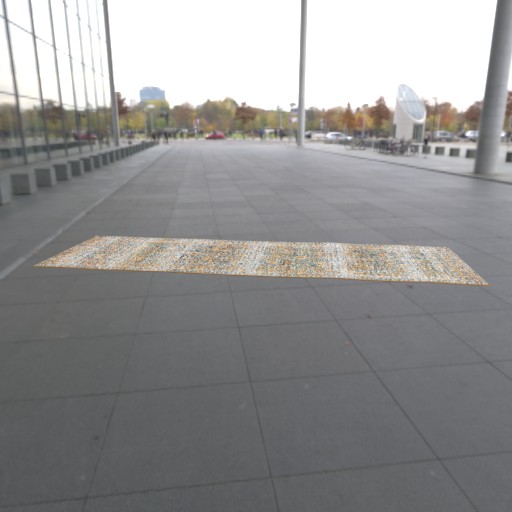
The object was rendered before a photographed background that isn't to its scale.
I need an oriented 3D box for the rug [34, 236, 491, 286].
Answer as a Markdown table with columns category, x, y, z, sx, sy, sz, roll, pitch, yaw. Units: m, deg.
| category | x | y | z | sx | sy | sz | roll | pitch | yaw |
| --- | --- | --- | --- | --- | --- | --- | --- | --- | --- |
| rug | 0.000 | 0.000 | 2.537 | 2.294 | 0.014 | 0.704 | 2 | 16 | 7 |
